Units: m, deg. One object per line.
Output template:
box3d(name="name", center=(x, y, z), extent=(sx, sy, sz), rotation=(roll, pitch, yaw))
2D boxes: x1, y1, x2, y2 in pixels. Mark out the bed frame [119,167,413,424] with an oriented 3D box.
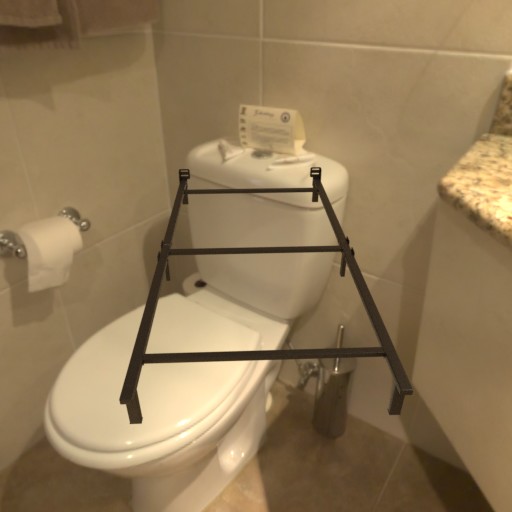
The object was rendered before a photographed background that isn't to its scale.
box3d(name="bed frame", center=(0.000, 0.000, 2.269), extent=(0.968, 0.248, 1.897), rotation=(-1, 31, -2))
